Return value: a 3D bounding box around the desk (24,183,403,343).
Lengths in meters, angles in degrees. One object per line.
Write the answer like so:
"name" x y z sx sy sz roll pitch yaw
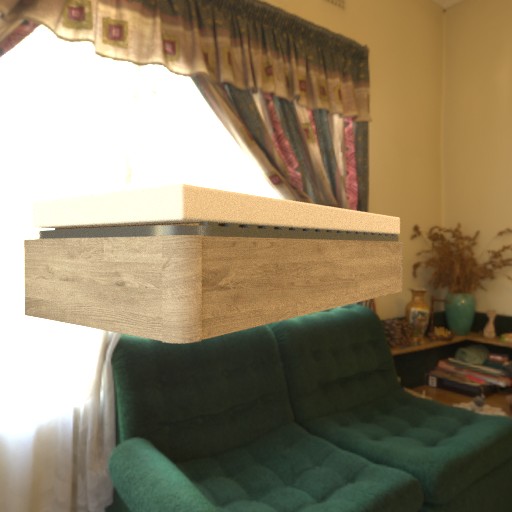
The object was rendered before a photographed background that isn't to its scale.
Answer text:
"desk" 0.000 0.000 2.252 0.900 0.455 1.900 1 1 37
